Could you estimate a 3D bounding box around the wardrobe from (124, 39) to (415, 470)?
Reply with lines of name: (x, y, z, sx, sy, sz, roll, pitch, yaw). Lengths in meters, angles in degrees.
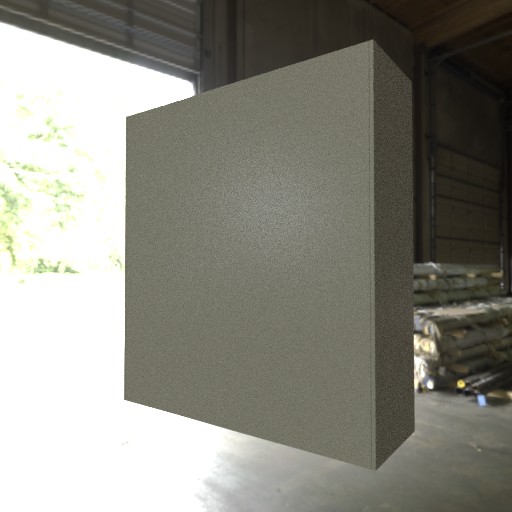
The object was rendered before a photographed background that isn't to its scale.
wardrobe: (0.000, 0.000, 2.782, 1.780, 1.960, 0.629, -1, -2, 36)
